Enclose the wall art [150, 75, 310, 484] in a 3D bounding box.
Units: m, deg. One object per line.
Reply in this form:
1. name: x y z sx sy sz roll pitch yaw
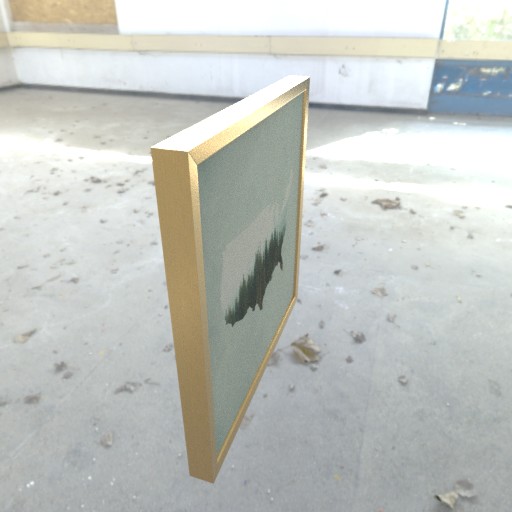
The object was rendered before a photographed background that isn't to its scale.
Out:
1. wall art: 0.000 0.000 0.756 0.040 0.509 0.509 10 31 16
